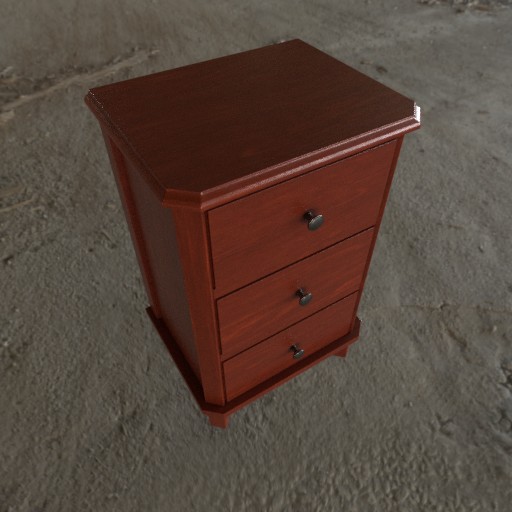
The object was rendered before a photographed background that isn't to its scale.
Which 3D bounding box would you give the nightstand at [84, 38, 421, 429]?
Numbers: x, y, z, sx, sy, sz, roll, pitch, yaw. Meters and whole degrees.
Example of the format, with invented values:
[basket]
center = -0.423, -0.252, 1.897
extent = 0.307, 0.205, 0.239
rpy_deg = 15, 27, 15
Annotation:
[nightstand]
center = 0.000, 0.000, 0.923
extent = 0.435, 0.681, 0.351
rpy_deg = -24, 50, -22
